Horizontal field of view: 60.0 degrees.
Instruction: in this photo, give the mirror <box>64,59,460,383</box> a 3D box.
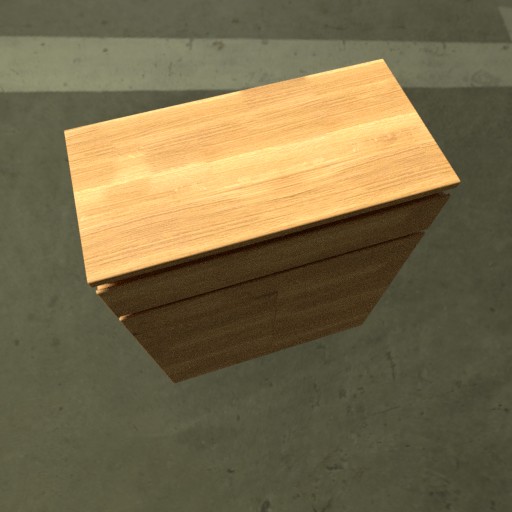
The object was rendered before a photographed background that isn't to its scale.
[{"bbox_3d":[0.000,0.000,1.432,0.800,1.000,0.400,-16,64,-8],"label":"mirror"}]
